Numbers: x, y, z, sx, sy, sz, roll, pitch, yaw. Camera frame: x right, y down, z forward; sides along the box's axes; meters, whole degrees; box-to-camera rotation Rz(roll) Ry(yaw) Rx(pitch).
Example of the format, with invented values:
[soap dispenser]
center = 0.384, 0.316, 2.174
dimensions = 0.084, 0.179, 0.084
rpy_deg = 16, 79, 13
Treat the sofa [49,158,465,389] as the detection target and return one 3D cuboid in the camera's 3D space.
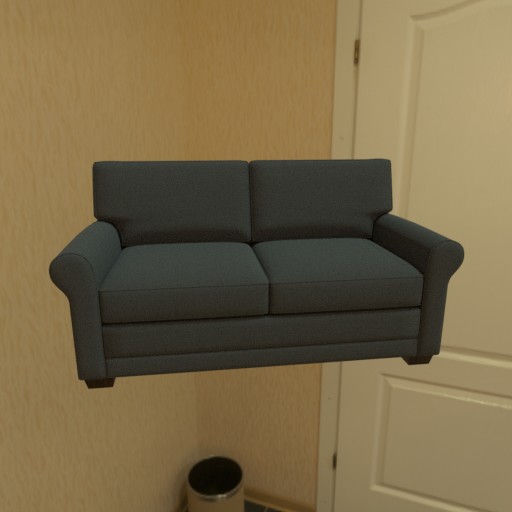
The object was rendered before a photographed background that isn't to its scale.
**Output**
[sofa]
center = 0.000, 0.000, 2.478
dimensions = 1.930, 1.020, 0.940
rpy_deg = -2, 16, -8
